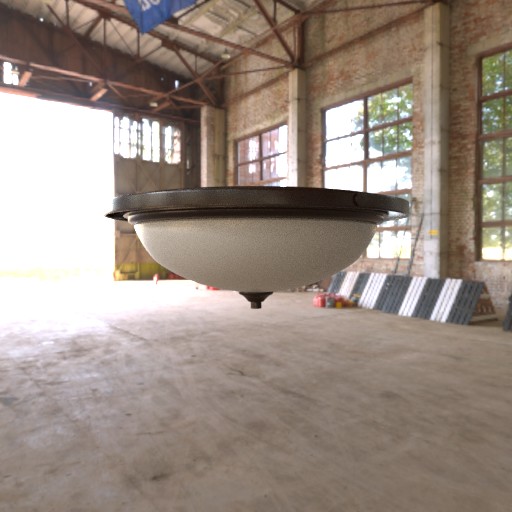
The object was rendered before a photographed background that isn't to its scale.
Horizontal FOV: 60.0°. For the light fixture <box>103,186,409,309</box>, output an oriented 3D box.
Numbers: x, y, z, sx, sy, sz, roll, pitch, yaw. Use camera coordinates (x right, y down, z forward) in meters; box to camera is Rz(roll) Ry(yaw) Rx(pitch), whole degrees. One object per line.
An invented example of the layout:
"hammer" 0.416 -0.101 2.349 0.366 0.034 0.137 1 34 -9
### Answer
"light fixture" 0.000 0.000 0.552 0.361 0.130 0.361 0 1 0
